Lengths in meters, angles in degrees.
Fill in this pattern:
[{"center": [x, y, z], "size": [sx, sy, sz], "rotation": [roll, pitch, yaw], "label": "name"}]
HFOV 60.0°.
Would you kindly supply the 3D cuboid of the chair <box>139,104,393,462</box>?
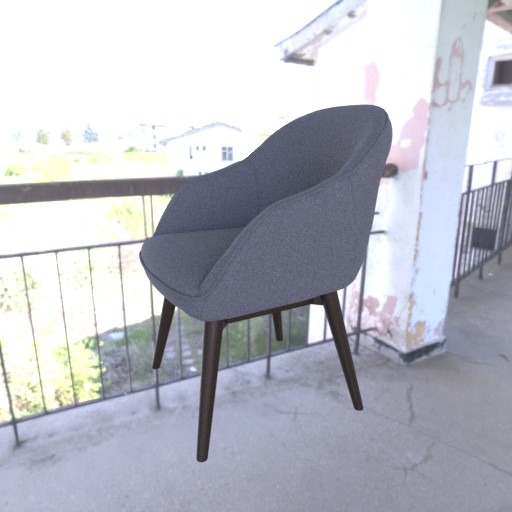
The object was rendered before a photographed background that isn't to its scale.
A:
[{"center": [0.000, 0.000, 1.235], "size": [0.611, 0.810, 0.589], "rotation": [-7, 17, -24], "label": "chair"}]
